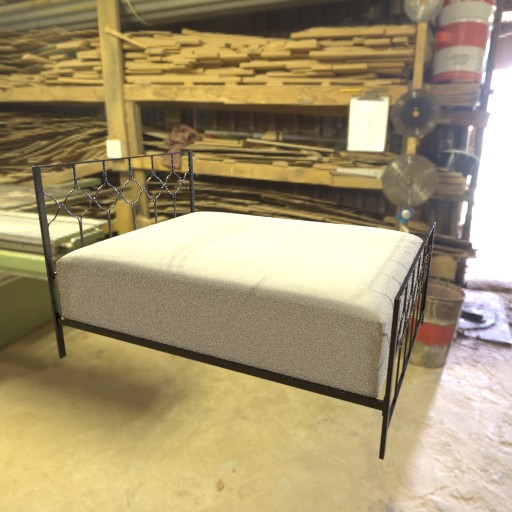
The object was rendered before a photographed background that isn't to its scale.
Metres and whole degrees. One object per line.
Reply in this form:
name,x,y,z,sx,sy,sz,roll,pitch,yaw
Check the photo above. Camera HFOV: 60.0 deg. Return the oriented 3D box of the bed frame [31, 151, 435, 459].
bed frame,0.000,0.000,2.950,2.063,1.222,1.597,8,19,25
